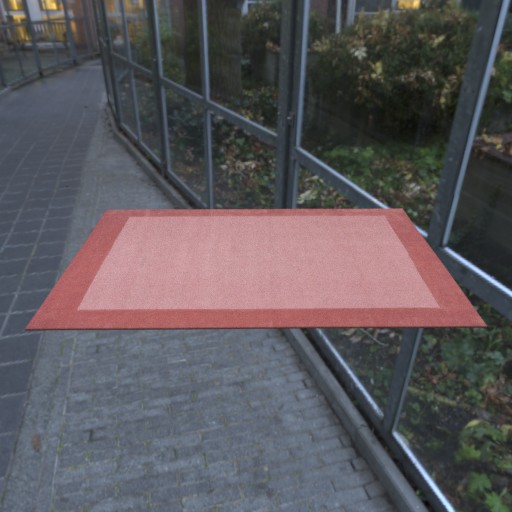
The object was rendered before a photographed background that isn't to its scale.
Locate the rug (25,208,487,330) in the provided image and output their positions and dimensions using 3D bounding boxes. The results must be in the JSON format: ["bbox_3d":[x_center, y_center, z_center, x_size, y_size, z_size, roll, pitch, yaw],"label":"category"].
[{"bbox_3d":[0.000,0.000,2.991,2.438,0.014,1.524,0,30,0],"label":"rug"}]
